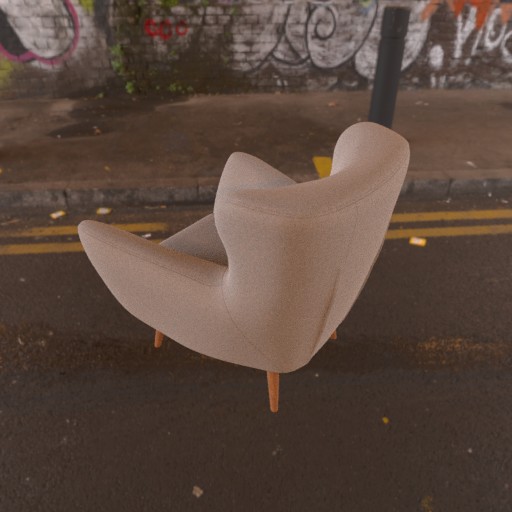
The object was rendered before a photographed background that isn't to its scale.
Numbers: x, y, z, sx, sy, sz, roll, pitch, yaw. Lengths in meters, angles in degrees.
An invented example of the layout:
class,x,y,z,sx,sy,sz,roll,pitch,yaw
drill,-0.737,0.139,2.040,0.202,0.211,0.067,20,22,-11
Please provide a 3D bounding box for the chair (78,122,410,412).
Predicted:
class,x,y,z,sx,sy,sz,roll,pitch,yaw
chair,0.000,0.000,1.631,0.889,0.889,0.890,21,38,29
